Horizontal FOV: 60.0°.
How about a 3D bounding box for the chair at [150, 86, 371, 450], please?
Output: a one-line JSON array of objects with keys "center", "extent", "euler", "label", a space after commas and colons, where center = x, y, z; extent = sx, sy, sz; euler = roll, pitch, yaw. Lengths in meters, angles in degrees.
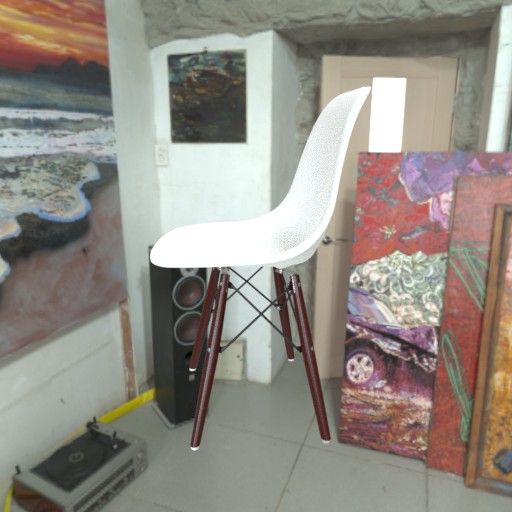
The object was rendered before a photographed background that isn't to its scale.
[{"center": [0.000, 0.000, 1.153], "extent": [0.533, 0.826, 0.470], "euler": [-2, 14, -9], "label": "chair"}]
